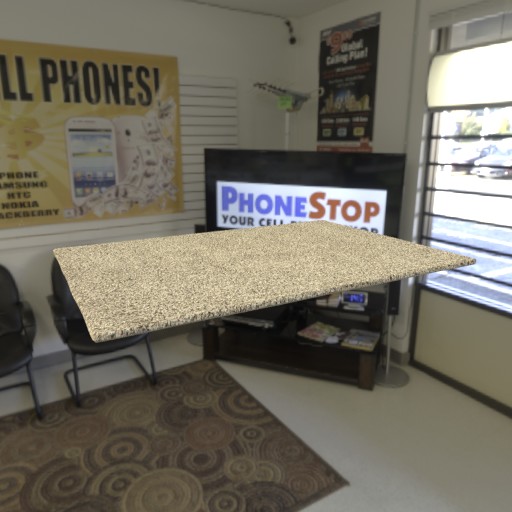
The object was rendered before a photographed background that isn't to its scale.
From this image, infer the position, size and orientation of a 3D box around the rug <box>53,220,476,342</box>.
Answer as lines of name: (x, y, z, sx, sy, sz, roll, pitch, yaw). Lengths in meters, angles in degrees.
rug: (0.000, 0.000, 2.243, 1.778, 0.030, 1.219, -8, 17, -28)
